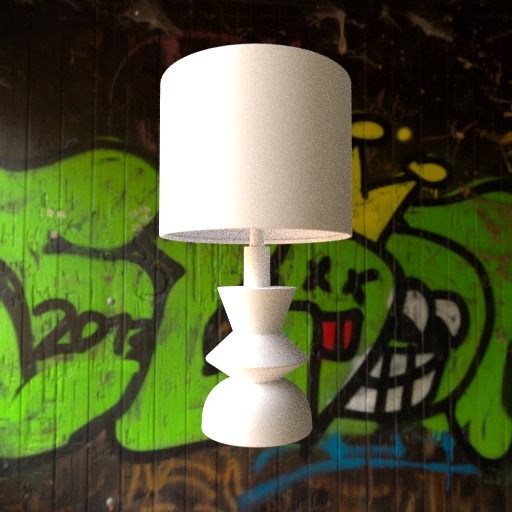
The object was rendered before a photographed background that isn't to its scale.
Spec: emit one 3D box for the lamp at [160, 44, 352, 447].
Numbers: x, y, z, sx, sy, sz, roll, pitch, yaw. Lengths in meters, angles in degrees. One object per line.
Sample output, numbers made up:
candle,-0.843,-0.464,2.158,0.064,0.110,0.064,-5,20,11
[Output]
lamp,0.000,0.000,0.707,0.301,0.533,0.301,2,-3,-36
